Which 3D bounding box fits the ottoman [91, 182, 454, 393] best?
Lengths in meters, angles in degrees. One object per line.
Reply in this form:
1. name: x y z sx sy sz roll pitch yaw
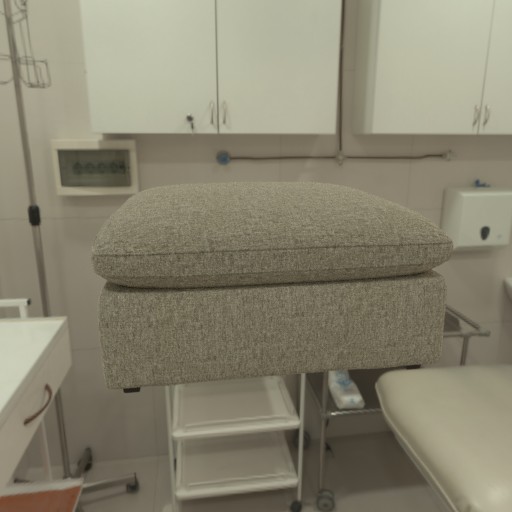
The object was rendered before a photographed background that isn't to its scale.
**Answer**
1. ottoman: 0.000 0.000 1.681 1.035 0.526 1.039 -2 15 -8
